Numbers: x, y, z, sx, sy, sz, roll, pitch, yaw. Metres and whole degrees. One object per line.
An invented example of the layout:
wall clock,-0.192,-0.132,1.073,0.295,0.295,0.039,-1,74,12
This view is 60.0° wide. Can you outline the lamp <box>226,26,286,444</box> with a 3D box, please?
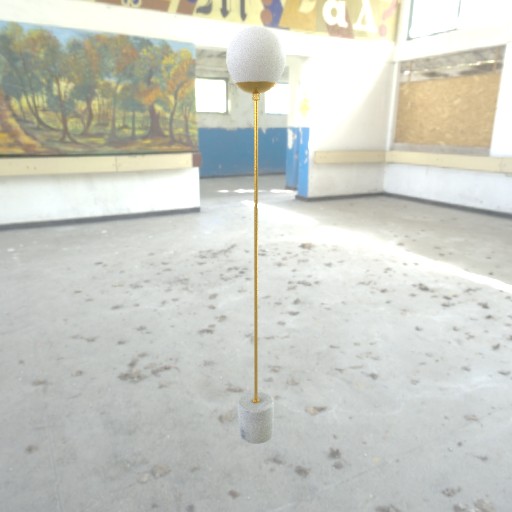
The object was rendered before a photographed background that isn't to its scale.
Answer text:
lamp,0.000,0.000,1.869,0.224,1.753,0.224,-9,18,-27
